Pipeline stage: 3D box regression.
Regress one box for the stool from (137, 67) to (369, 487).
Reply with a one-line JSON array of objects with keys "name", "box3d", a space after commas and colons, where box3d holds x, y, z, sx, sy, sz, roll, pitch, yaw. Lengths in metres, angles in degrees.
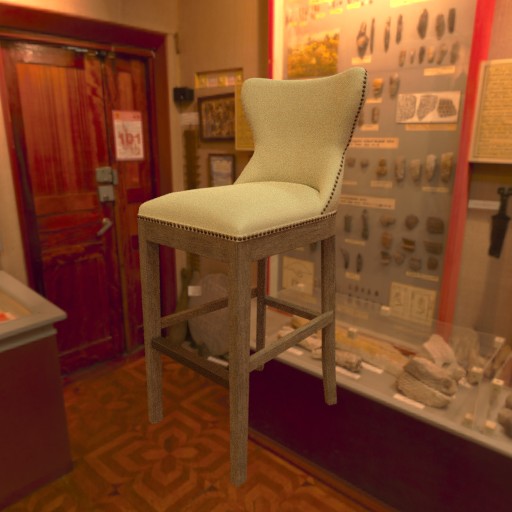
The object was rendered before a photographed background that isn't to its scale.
[{"name": "stool", "box3d": [0.000, 0.000, 1.418, 0.494, 1.123, 0.606, 14, 21, 41]}]
